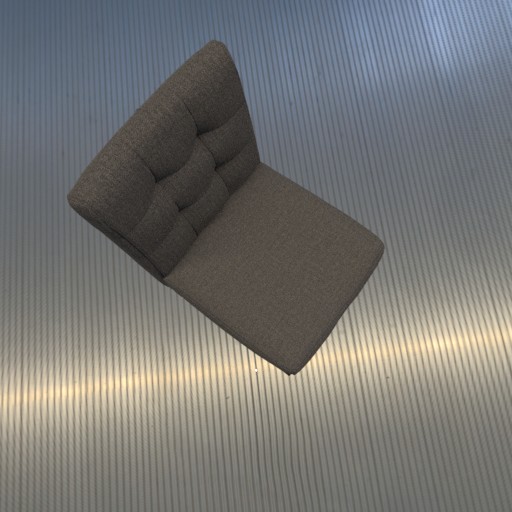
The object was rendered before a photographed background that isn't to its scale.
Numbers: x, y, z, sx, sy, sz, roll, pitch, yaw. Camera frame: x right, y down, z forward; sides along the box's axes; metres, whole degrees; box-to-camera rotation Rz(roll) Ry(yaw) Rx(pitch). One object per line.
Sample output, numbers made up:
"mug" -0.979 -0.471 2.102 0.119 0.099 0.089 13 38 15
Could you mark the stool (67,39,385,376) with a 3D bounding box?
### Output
"stool" 0.000 0.000 1.189 0.571 0.885 0.427 36 78 9
